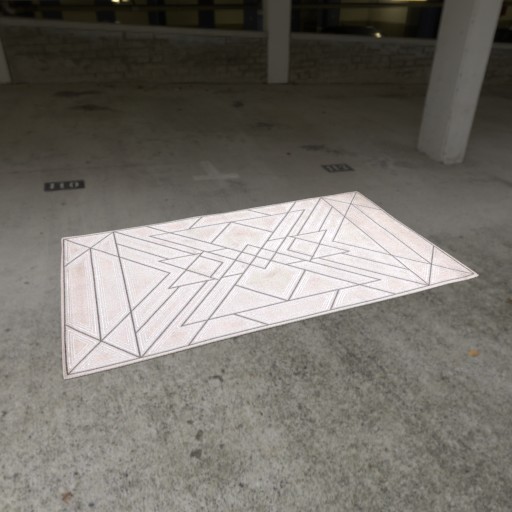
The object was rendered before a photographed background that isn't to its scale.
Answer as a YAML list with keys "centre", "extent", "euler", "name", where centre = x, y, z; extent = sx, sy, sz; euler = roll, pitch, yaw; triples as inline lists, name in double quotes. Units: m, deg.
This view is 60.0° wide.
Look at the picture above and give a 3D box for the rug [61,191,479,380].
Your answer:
- centre: [0.000, 0.000, 1.054]
  extent: [0.869, 0.008, 0.511]
  euler: [-11, 33, -18]
  name: "rug"
